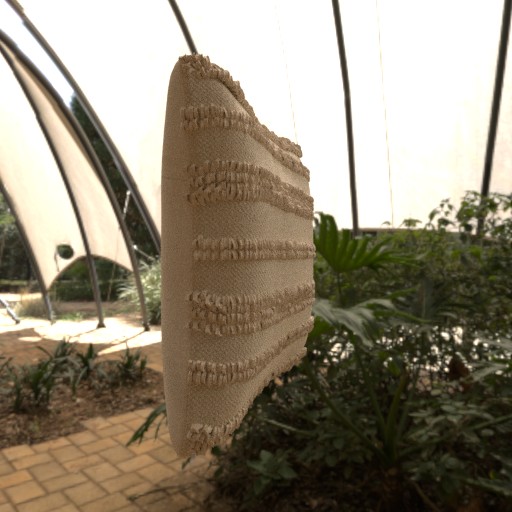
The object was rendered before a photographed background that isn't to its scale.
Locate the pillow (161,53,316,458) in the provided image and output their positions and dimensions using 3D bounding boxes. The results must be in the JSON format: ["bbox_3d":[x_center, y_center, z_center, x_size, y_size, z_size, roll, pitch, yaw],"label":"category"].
[{"bbox_3d":[0.000,0.000,0.650,0.145,0.427,0.437,0,0,19],"label":"pillow"}]
